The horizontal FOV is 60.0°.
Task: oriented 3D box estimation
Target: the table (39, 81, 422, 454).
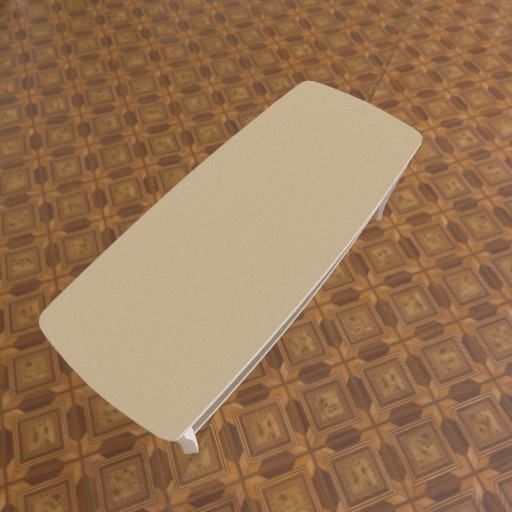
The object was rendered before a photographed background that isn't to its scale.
[{"bbox_3d":[0.000,0.000,1.572,0.561,0.474,1.334,34,64,19],"label":"table"}]
